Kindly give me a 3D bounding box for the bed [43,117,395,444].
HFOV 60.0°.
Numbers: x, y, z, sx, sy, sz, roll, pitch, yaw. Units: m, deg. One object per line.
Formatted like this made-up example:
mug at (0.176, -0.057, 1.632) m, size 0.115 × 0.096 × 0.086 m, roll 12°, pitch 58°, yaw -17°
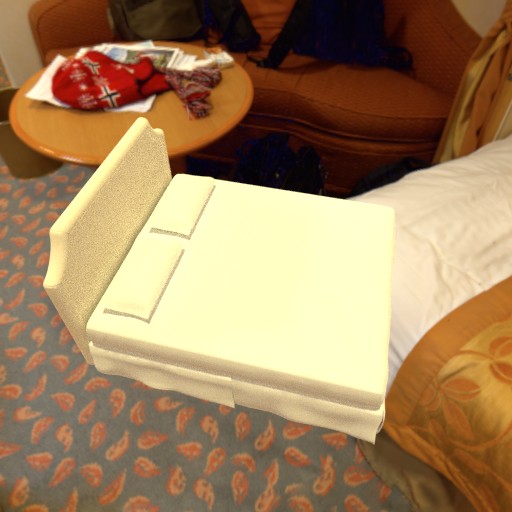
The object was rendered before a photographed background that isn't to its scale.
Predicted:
bed at (0.000, 0.000, 4.170) m, size 2.773 × 1.590 × 2.350 m, roll 10°, pitch 49°, yaw 9°
